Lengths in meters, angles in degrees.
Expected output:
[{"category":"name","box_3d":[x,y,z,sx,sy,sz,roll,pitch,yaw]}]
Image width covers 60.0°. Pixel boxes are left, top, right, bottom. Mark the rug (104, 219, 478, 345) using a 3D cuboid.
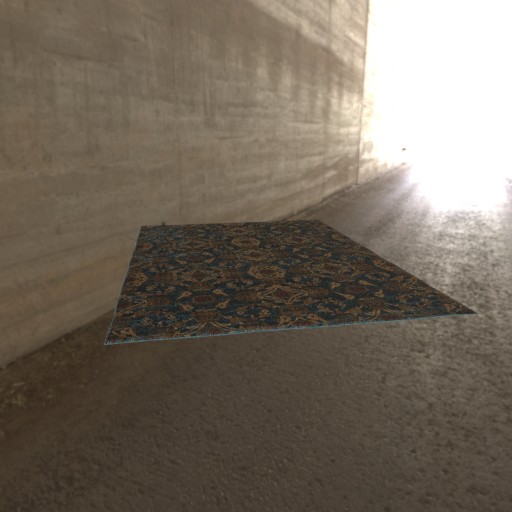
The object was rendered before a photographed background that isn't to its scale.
[{"category":"rug","box_3d":[0.000,0.000,4.235,2.337,0.013,3.291,-3,16,-10]}]
